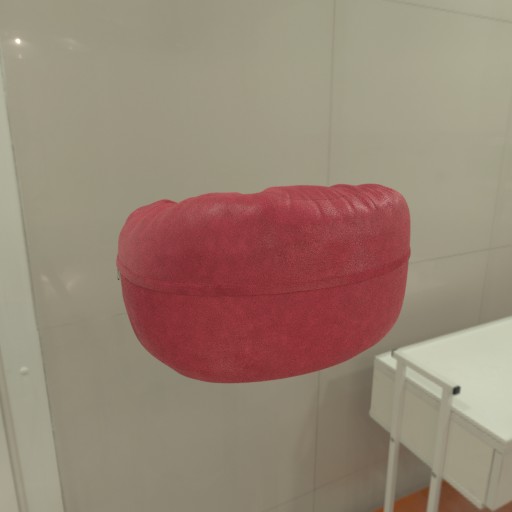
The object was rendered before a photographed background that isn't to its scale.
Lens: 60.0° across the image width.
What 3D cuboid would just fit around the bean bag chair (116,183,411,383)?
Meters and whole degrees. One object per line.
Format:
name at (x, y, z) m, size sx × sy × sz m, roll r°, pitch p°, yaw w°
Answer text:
bean bag chair at (0.000, 0.000, 2.446) m, size 1.524 × 0.878 × 1.524 m, roll -8°, pitch 17°, yaw -27°
